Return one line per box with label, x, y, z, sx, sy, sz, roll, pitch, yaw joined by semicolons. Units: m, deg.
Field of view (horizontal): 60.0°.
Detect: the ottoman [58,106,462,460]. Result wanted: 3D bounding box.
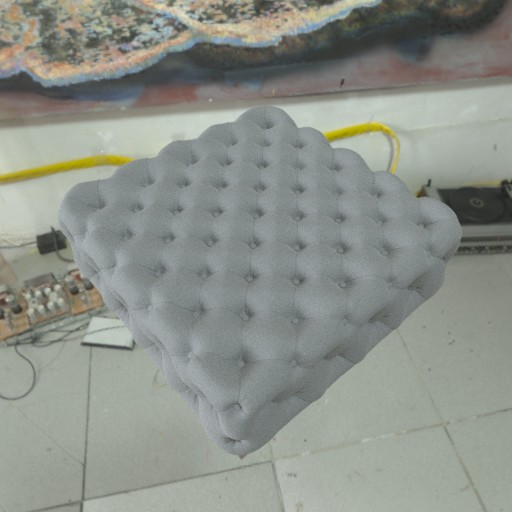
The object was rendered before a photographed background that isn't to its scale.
ottoman;0.000;0.000;1.429;0.911;0.439;0.917;-32;55;-26
